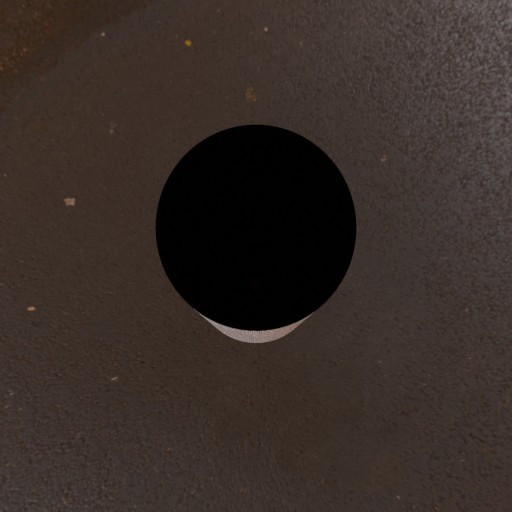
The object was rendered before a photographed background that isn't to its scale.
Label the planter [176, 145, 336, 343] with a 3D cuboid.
[{"bbox_3d":[0.000,0.000,0.127,0.045,0.103,0.045,-1,77,0],"label":"planter"}]
